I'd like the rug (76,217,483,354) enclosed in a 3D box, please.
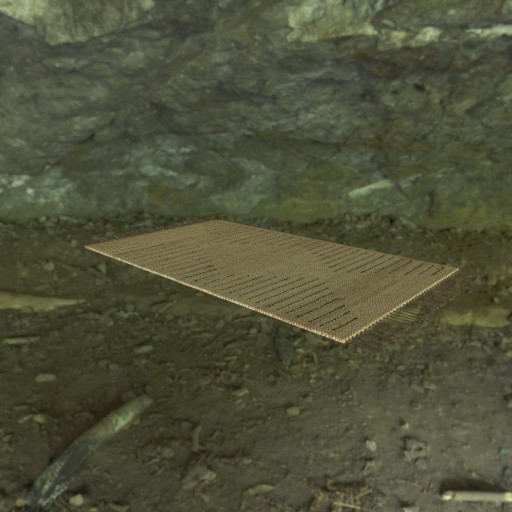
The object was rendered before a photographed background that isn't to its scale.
[{"bbox_3d":[0.000,0.000,2.023,1.718,0.017,0.905,15,22,41],"label":"rug"}]
